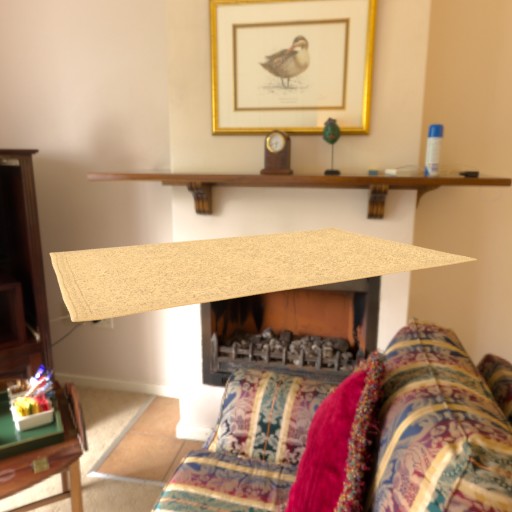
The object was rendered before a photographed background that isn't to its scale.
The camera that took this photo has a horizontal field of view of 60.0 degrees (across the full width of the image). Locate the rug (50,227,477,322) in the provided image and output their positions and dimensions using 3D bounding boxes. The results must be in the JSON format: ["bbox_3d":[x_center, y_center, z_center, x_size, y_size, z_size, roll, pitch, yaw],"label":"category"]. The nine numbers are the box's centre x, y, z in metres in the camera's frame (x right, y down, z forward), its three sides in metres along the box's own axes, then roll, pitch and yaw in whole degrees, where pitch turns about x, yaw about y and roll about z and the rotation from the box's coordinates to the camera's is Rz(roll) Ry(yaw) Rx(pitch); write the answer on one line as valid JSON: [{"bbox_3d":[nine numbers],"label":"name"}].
[{"bbox_3d":[0.000,0.000,2.949,2.434,0.023,1.518,-6,14,-27],"label":"rug"}]
